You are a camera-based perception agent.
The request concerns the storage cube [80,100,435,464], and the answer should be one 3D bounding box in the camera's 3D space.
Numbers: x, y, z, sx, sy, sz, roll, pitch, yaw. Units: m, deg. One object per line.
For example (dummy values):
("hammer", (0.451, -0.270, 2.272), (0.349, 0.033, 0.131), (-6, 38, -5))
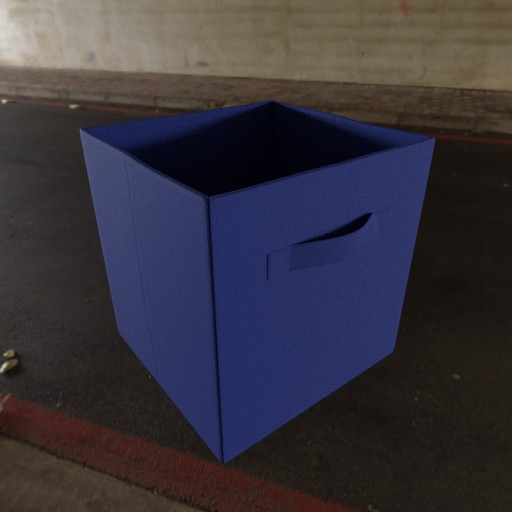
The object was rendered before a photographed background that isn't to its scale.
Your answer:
("storage cube", (0.000, 0.000, 0.513), (0.270, 0.280, 0.270), (-21, 35, -32))
